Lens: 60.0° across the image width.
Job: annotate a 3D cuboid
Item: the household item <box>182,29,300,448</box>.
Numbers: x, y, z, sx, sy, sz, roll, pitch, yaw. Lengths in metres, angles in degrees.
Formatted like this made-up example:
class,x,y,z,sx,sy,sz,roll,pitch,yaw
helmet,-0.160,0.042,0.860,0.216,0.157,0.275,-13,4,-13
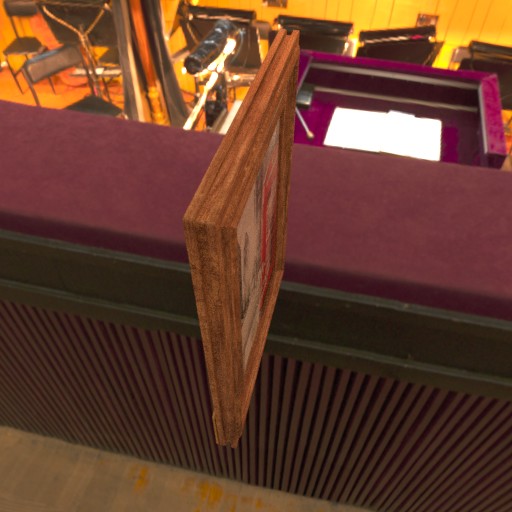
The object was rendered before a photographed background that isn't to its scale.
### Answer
class,x,y,z,sx,sy,sz,roll,pitch,yaw
household item,0.000,0.000,0.313,0.018,0.237,0.186,10,49,9
